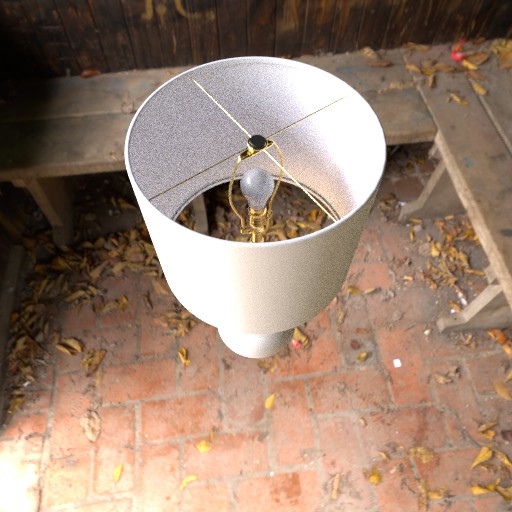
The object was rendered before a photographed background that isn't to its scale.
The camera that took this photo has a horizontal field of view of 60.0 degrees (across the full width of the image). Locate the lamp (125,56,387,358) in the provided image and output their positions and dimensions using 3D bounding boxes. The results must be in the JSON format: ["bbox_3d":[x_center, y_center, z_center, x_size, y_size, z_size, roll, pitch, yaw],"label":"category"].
[{"bbox_3d":[0.000,0.000,0.741,0.301,0.533,0.301,-32,64,-18],"label":"lamp"}]
